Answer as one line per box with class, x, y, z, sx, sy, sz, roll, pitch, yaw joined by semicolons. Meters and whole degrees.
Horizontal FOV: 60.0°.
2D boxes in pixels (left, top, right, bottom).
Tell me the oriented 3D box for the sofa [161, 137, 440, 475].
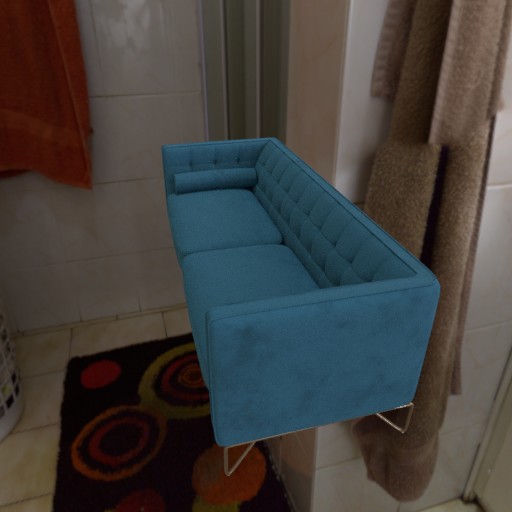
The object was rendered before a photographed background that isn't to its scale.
sofa;0.000;0.000;2.505;0.867;0.789;2.087;-7;30;-13
